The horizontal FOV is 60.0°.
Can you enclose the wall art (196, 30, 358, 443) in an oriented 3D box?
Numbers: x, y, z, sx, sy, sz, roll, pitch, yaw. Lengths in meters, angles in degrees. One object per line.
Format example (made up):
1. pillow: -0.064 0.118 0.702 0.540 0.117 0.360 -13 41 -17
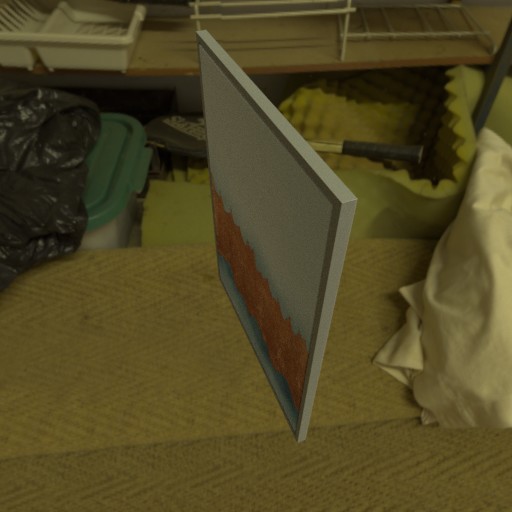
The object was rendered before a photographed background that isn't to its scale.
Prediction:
1. wall art: 0.000 0.000 1.355 0.034 1.042 0.789 -17 49 -15
